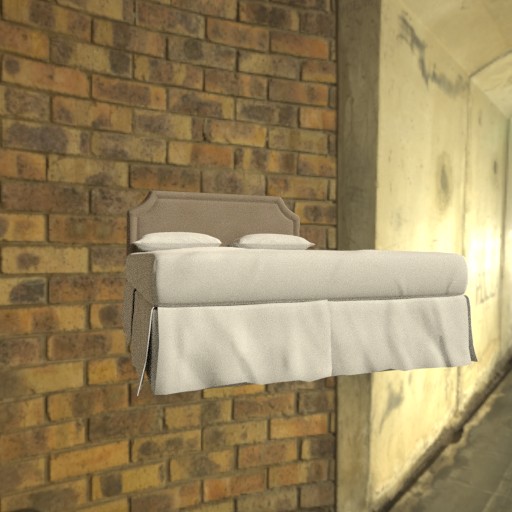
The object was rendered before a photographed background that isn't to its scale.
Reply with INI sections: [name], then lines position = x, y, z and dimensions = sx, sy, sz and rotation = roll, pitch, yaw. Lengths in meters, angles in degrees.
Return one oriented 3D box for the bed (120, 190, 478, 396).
[bed]
position = 0.000, 0.000, 3.451
dimensions = 1.977, 1.293, 2.498
rotation = 0, 0, -19
